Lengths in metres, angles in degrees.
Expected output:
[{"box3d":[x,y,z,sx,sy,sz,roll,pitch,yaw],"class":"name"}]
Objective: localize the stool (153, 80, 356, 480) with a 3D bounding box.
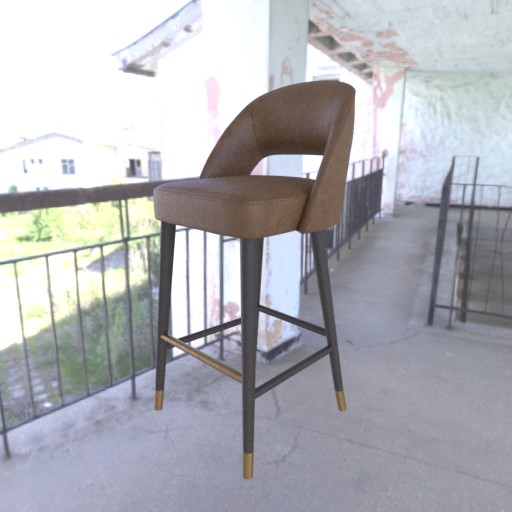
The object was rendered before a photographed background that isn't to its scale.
[{"box3d":[0.000,0.000,1.348,0.509,1.037,0.494,-14,20,-43],"class":"stool"}]
